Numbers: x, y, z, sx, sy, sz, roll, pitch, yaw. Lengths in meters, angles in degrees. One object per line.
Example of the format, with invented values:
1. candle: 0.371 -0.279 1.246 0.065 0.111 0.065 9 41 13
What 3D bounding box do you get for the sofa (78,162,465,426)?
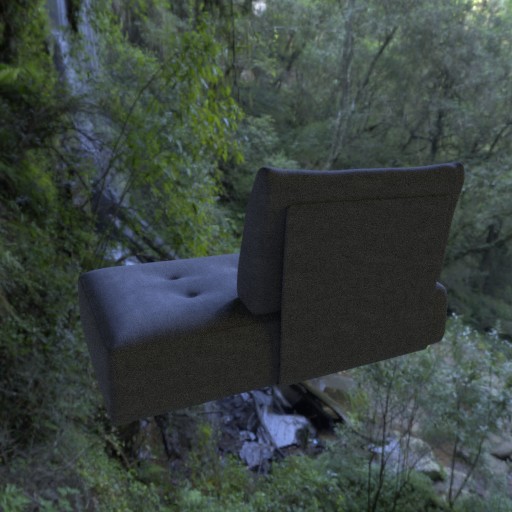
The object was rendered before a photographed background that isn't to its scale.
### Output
1. sofa: 0.000 0.000 1.965 1.450 0.820 1.002 -6 15 -26
